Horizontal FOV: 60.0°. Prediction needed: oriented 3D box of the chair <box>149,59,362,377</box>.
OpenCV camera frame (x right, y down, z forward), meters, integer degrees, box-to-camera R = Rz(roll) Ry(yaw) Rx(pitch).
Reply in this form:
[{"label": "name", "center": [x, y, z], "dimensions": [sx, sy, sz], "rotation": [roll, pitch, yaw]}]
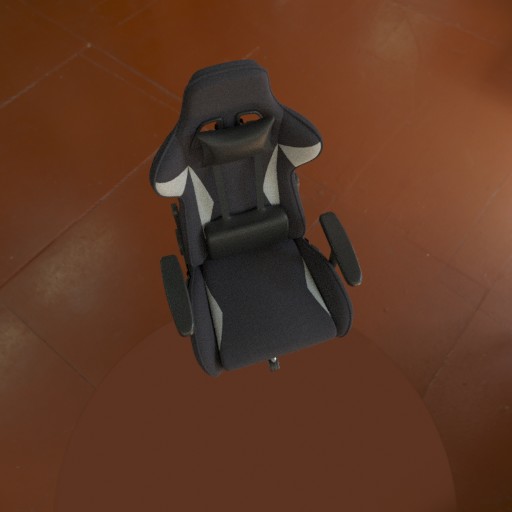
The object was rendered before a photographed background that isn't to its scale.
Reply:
[{"label": "chair", "center": [0.000, 0.000, 1.717], "dimensions": [0.730, 1.300, 0.695], "rotation": [-16, 64, -8]}]
